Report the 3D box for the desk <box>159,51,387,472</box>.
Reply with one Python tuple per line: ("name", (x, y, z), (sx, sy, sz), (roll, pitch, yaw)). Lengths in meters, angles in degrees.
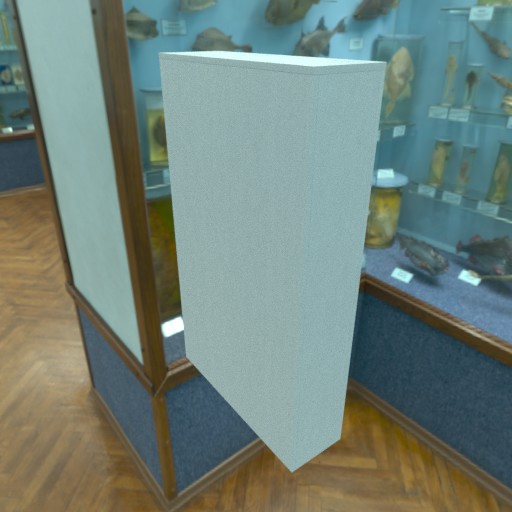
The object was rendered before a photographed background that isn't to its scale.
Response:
("desk", (0.000, 0.000, 1.558), (0.250, 1.280, 0.750), (-19, 32, -32))
